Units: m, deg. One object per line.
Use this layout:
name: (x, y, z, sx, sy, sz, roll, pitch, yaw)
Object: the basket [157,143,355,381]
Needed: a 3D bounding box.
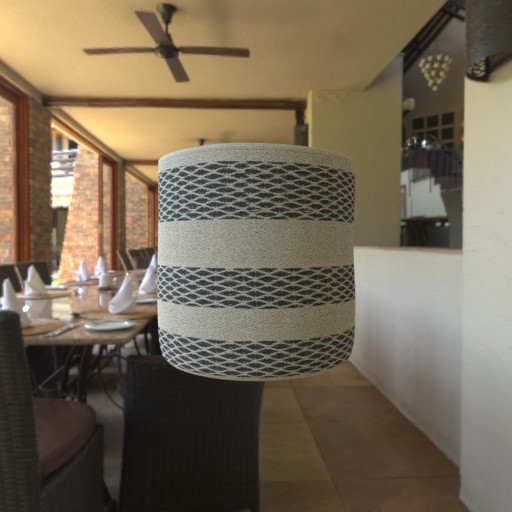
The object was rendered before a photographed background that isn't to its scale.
basket: (0.000, 0.000, 1.086, 0.351, 0.356, 0.917, 0, 2, 0)
